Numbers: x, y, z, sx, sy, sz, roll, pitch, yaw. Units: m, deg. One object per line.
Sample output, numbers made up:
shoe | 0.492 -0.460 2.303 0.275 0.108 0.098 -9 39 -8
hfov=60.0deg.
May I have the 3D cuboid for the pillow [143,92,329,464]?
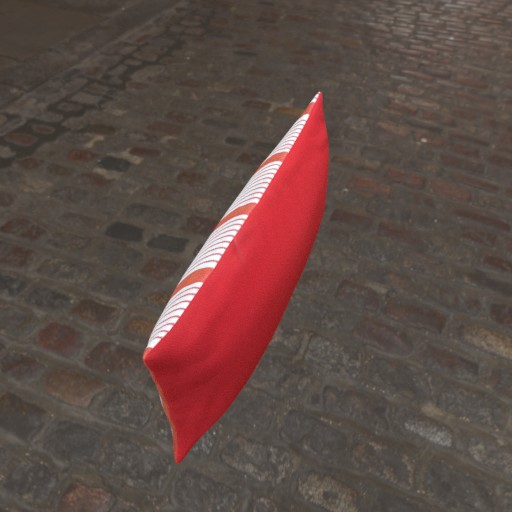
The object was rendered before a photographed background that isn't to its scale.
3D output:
pillow | 0.000 0.000 0.736 0.151 0.297 0.608 17 49 15
